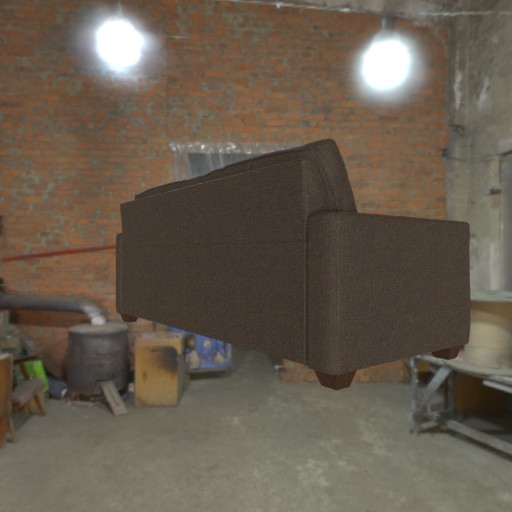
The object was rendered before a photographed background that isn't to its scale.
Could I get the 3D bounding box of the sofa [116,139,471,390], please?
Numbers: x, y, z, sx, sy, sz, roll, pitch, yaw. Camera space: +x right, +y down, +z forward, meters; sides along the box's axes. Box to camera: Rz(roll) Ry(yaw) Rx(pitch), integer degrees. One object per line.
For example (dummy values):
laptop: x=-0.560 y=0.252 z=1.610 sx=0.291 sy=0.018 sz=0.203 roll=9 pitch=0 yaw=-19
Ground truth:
sofa: x=0.000 y=0.000 z=2.543 sx=0.940 sy=0.919 sz=2.080 roll=0 pitch=0 yaw=-37
